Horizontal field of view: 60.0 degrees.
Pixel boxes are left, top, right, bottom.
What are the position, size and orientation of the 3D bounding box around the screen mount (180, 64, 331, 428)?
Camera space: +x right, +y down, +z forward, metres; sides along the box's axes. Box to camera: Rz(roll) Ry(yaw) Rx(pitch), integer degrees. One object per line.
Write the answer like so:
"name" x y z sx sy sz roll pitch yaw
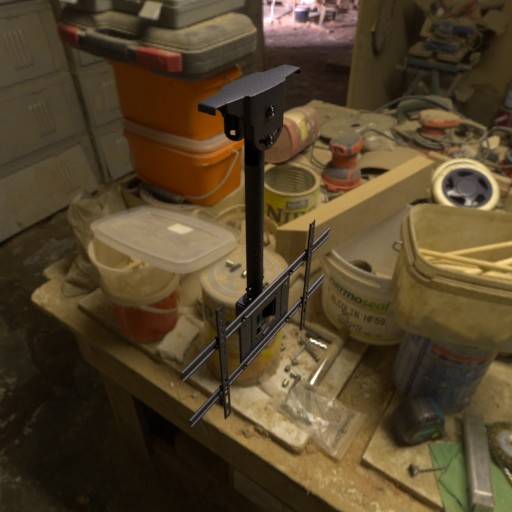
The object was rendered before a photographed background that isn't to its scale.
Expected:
"screen mount" 0.000 0.000 1.017 0.090 0.775 0.595 25 46 27
